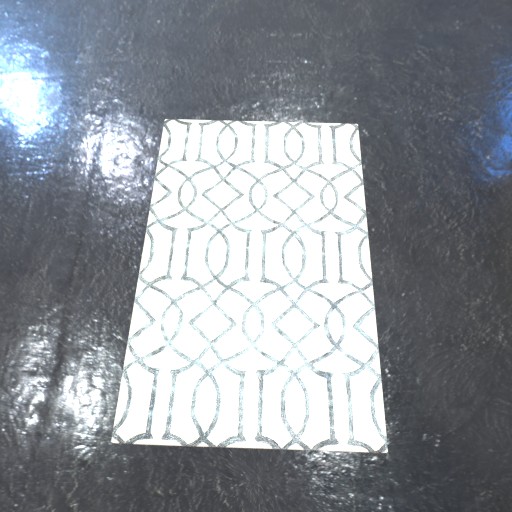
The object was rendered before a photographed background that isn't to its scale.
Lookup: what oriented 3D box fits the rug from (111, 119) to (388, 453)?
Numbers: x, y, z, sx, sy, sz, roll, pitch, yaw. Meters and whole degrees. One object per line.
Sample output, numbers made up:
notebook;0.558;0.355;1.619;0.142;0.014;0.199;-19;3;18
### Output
rug;0.000;0.000;2.960;1.521;0.017;2.365;2;63;1
